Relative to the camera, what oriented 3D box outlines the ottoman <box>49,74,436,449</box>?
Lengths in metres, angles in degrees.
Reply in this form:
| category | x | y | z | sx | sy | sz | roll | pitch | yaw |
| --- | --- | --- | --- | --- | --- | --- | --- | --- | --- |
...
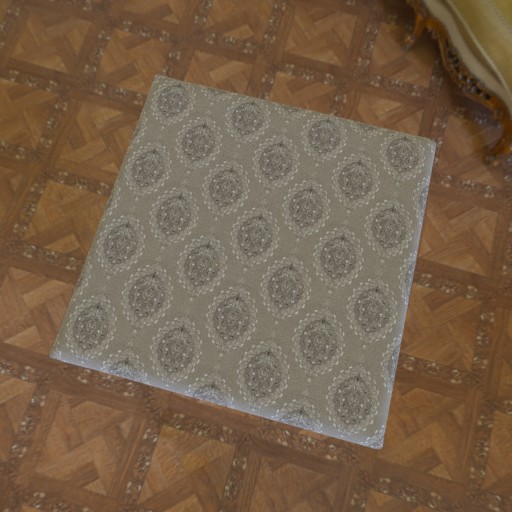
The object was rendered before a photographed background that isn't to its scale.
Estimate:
| category | x | y | z | sx | sy | sz | roll | pitch | yaw |
| --- | --- | --- | --- | --- | --- | --- | --- | --- | --- |
| ottoman | 0.000 | 0.000 | 1.382 | 0.889 | 0.411 | 0.890 | 14 | 75 | 4 |
